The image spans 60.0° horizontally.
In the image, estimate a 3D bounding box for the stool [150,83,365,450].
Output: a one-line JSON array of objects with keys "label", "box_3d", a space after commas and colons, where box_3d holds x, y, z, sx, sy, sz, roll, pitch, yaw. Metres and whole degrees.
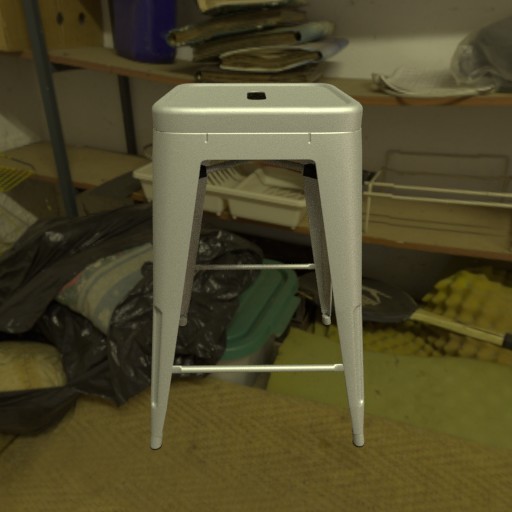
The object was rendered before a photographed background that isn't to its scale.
[{"label": "stool", "box_3d": [0.000, 0.000, 0.874, 0.406, 0.610, 0.406, 0, 27, -1]}]
